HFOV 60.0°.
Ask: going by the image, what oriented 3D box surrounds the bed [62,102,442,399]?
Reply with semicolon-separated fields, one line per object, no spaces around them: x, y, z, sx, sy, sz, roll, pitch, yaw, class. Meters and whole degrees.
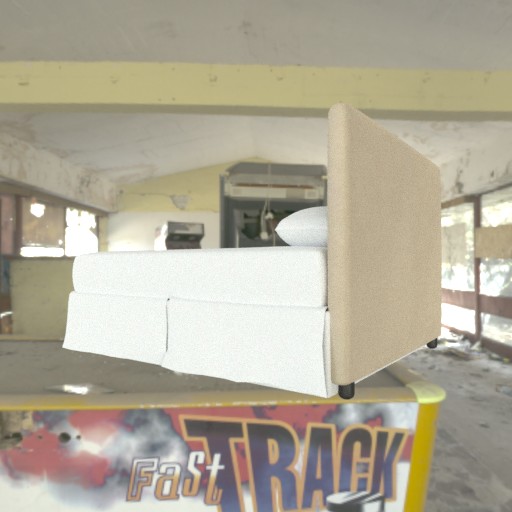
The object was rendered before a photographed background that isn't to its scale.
0.000;0.000;3.162;2.142;1.330;1.723;-1;-1;36;bed
